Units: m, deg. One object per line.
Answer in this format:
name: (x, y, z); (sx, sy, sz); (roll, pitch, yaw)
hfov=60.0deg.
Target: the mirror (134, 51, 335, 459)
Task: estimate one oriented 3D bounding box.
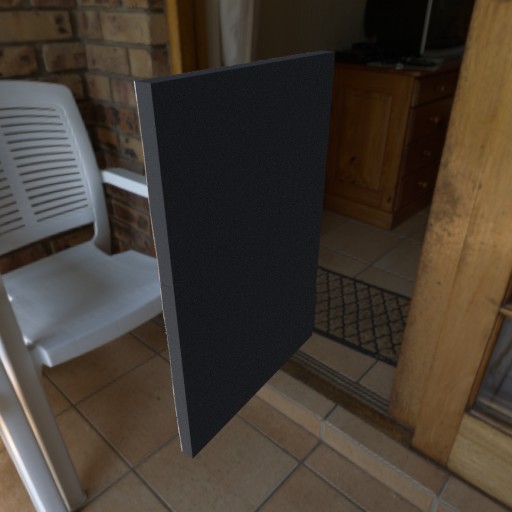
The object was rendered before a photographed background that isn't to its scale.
mirror: (0.000, 0.000, 1.135); (0.044, 0.912, 0.606); (20, 36, 31)
